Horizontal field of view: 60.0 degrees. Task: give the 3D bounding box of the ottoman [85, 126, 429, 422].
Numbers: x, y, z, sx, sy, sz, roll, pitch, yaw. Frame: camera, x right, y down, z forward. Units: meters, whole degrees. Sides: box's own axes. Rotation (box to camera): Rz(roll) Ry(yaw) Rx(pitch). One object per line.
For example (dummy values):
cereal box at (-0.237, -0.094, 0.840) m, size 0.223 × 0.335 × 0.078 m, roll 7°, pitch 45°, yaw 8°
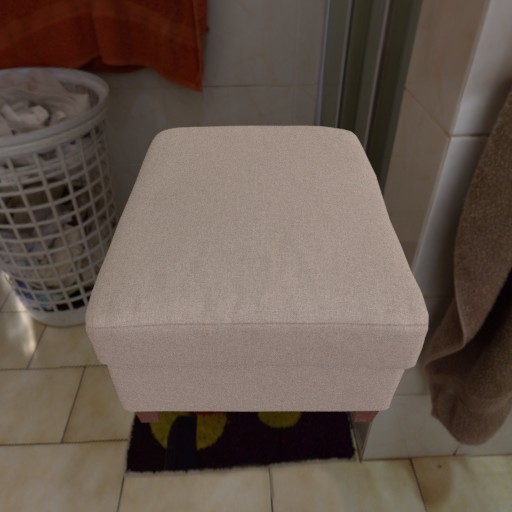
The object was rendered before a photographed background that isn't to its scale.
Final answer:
ottoman at (0.000, 0.000, 1.308) m, size 0.692 × 0.511 × 0.902 m, roll 0°, pitch 40°, yaw 0°
